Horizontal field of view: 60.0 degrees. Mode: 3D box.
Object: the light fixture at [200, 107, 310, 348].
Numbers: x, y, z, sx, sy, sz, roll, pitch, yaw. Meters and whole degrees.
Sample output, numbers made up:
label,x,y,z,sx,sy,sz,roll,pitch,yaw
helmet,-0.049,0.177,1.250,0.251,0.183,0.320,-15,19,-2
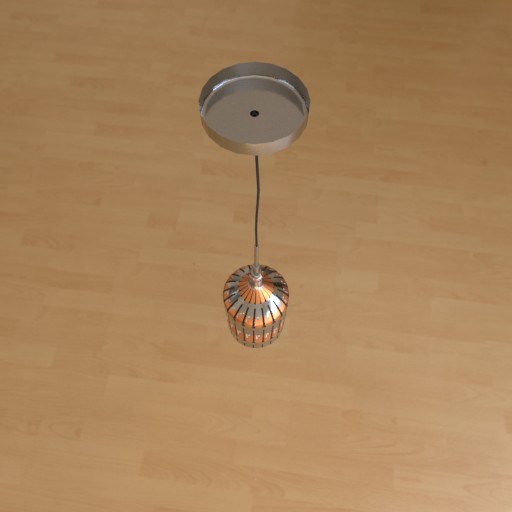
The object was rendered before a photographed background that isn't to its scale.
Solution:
label,x,y,z,sx,sy,sz,roll,pitch,yaw
light fixture,0.000,0.000,1.671,0.303,1.535,0.303,0,63,0
